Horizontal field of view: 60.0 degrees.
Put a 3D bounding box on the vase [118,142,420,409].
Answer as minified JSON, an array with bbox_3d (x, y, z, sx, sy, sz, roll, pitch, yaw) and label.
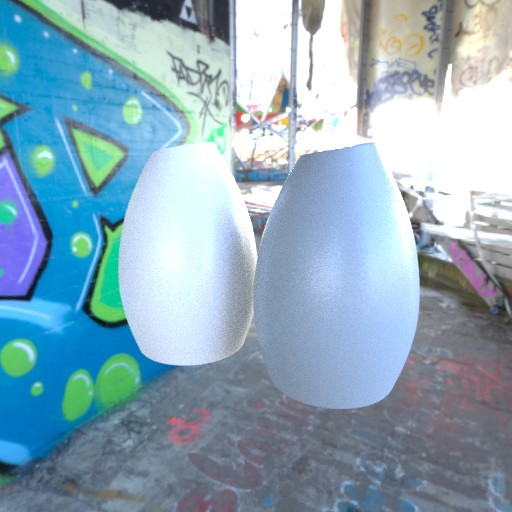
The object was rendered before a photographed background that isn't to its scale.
[{"bbox_3d":[0.000,0.000,0.264,0.187,0.131,0.089,7,16,27],"label":"vase"}]
